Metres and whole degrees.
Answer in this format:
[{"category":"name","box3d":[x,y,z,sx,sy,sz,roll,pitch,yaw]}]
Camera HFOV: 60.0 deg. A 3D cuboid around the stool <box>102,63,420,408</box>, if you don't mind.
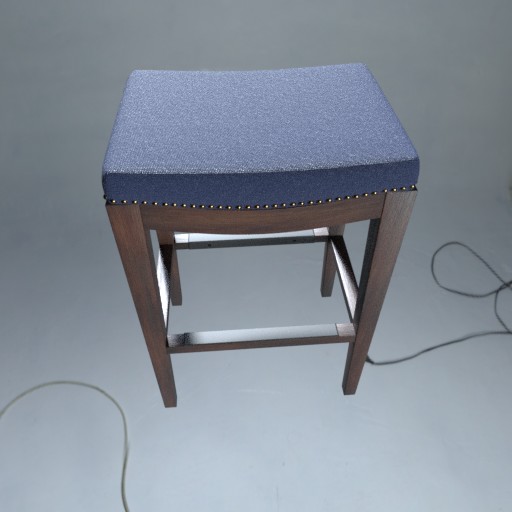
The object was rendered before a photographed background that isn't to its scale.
[{"category":"stool","box3d":[0.000,0.000,1.018,0.498,0.740,0.358,-3,46,-3]}]
